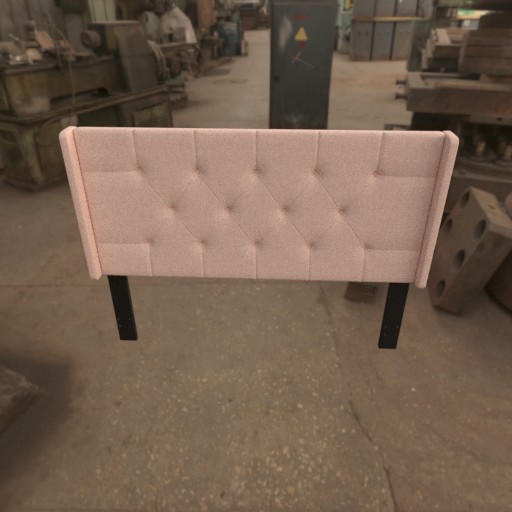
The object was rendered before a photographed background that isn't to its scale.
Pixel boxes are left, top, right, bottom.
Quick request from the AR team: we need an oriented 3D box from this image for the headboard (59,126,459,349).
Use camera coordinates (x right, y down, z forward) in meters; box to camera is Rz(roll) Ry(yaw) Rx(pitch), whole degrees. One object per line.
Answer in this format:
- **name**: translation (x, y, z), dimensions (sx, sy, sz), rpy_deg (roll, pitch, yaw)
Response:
- **headboard**: translation (0.000, 0.000, 2.715), dimensions (2.051, 1.524, 0.184), rpy_deg (1, 30, 2)
